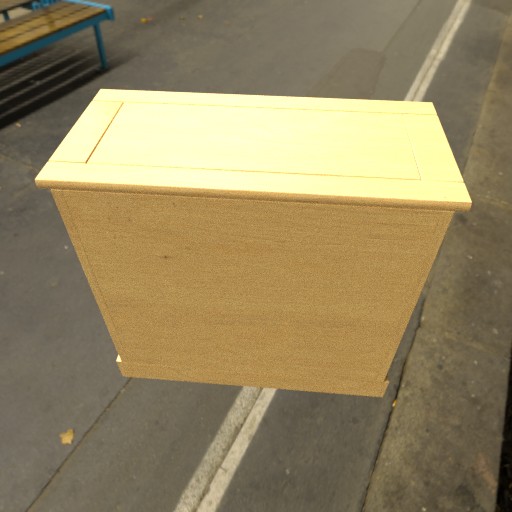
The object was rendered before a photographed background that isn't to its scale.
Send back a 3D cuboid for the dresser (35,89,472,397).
[{"bbox_3d":[0.000,0.000,1.373,0.915,0.835,0.440,4,46,3],"label":"dresser"}]
